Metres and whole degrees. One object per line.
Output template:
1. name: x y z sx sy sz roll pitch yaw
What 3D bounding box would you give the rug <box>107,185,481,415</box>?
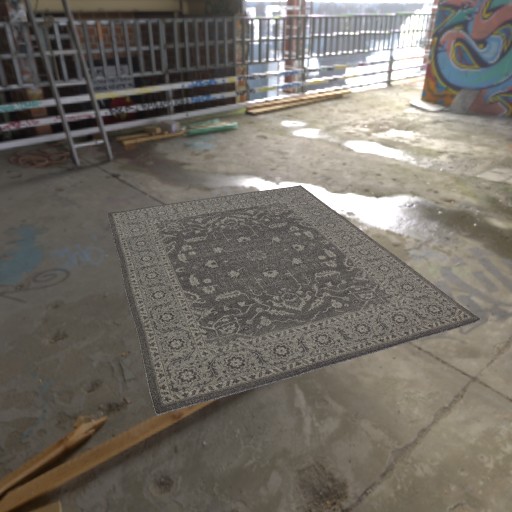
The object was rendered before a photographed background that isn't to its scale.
1. rug: 0.000 0.000 4.183 2.451 0.026 3.069 -11 32 -18
